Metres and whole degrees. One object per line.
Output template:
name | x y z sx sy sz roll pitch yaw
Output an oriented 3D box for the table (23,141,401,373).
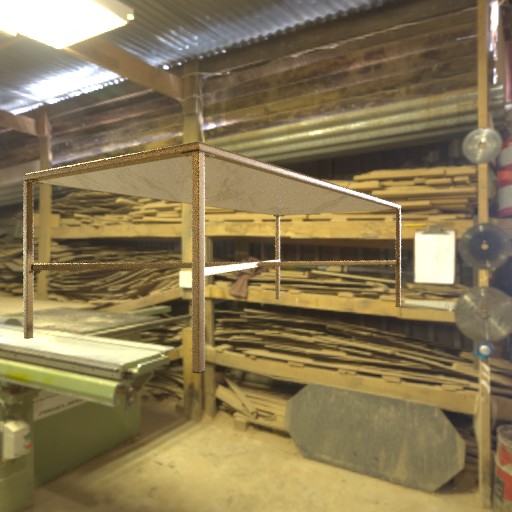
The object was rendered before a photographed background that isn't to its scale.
table | 0.000 0.000 1.427 0.577 0.405 1.197 0 0 34
